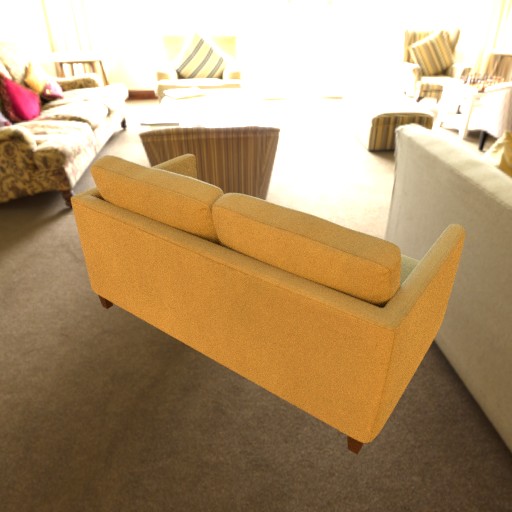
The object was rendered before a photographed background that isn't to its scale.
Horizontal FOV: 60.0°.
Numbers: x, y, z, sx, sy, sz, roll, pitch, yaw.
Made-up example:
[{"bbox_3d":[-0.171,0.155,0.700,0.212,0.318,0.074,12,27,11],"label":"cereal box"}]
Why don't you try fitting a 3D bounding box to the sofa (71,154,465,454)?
[{"bbox_3d":[0.000,0.000,2.373,1.846,0.940,0.950,21,37,30],"label":"sofa"}]
